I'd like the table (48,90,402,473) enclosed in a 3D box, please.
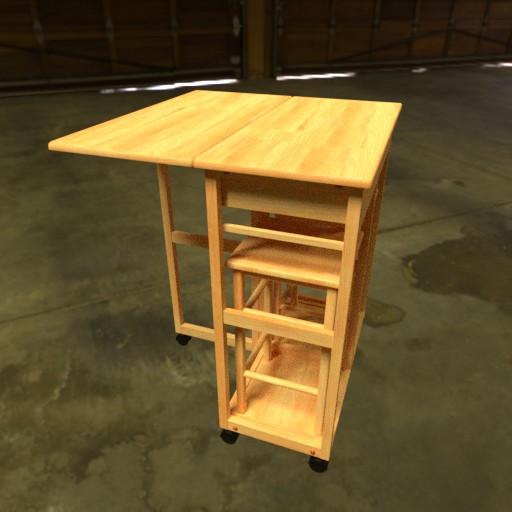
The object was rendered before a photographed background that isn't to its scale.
[{"bbox_3d":[0.000,0.000,1.367,0.693,0.832,0.752,10,31,17],"label":"table"}]
